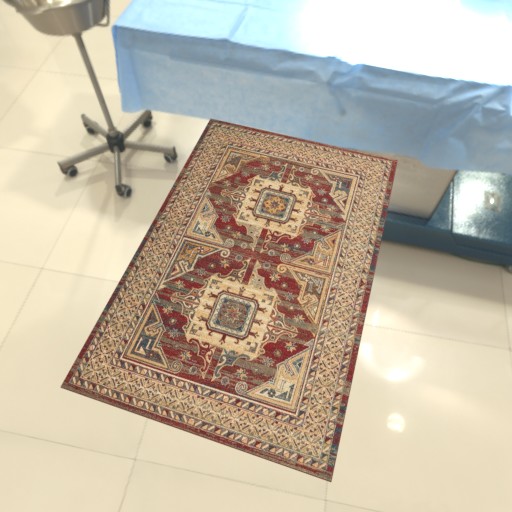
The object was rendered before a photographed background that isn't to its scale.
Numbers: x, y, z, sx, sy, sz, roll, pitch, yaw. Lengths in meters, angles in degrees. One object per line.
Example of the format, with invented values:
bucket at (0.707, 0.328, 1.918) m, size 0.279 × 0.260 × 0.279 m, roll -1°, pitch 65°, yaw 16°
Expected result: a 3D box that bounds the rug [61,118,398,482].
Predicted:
rug at (0.000, 0.000, 5.785) m, size 3.033 × 0.033 × 4.578 m, roll 15°, pitch 59°, yaw 10°
